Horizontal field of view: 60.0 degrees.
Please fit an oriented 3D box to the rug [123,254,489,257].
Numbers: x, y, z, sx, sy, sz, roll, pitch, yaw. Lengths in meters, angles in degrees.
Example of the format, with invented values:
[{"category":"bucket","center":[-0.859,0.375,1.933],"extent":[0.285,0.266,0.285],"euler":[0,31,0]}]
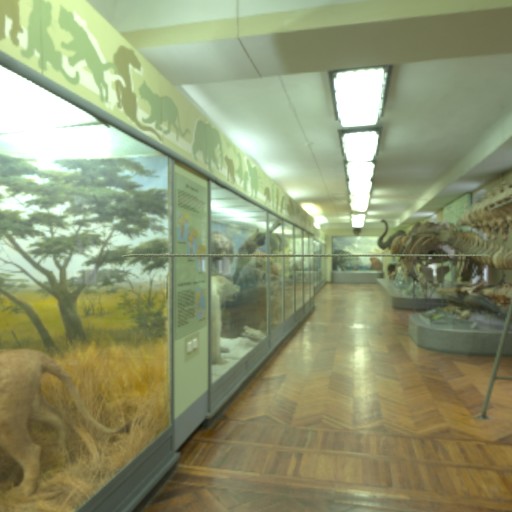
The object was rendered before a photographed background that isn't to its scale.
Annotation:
[{"category":"rug","center":[0.000,0.000,4.086],"extent":[2.330,0.010,3.061],"euler":[0,0,-18]}]
